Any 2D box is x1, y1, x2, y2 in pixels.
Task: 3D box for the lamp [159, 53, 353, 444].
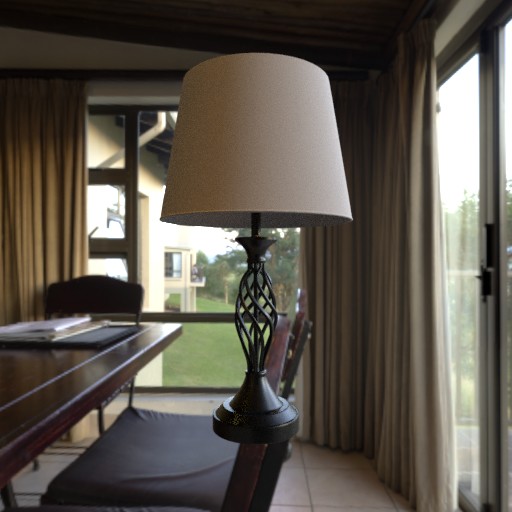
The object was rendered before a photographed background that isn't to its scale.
[{"bbox_3d":[0.000,0.000,0.774,0.331,0.594,0.331,0,0,0],"label":"lamp"}]
